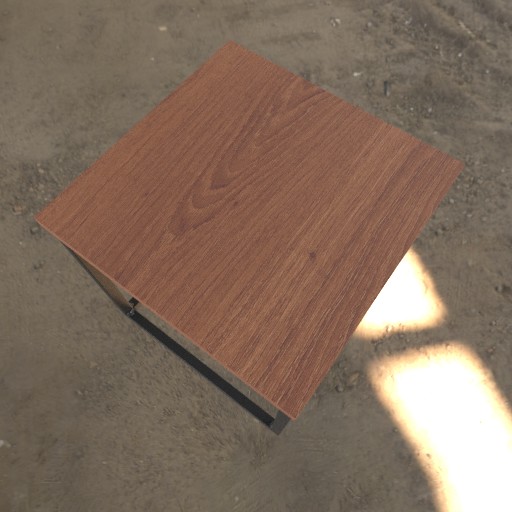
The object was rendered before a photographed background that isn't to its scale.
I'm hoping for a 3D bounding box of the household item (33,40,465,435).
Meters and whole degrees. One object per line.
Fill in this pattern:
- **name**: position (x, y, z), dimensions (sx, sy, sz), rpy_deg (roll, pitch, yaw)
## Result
- **household item**: position (0.000, 0.000, 0.755), dimensions (0.400, 0.400, 0.400), rpy_deg (34, 69, 15)
